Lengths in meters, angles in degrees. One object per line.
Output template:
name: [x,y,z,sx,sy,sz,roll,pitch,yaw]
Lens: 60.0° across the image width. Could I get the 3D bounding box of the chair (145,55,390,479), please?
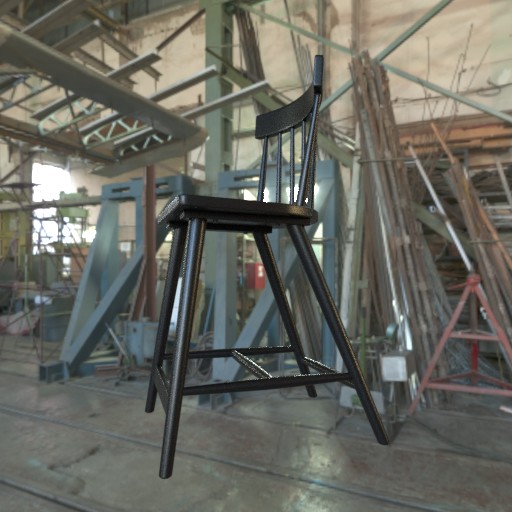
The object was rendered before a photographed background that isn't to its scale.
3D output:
chair: [0.000,0.000,1.240,0.572,0.952,0.483,0,-1,-18]
